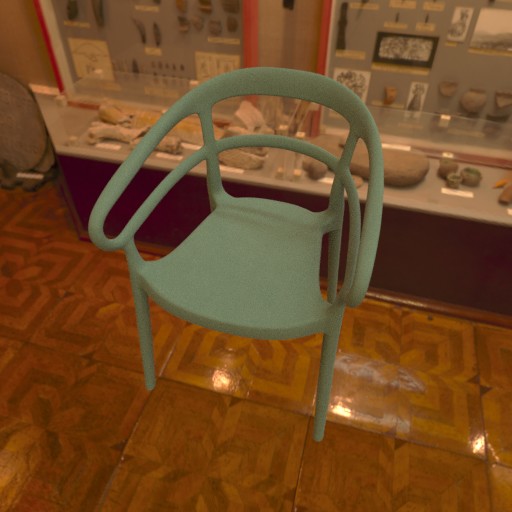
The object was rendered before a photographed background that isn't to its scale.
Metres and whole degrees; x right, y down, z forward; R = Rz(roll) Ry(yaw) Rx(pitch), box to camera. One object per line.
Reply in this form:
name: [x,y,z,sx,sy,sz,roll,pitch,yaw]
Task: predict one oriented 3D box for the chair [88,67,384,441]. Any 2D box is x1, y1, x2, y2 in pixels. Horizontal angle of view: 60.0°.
chair: [0.000,0.000,1.138,0.559,0.761,0.527,12,45,13]
